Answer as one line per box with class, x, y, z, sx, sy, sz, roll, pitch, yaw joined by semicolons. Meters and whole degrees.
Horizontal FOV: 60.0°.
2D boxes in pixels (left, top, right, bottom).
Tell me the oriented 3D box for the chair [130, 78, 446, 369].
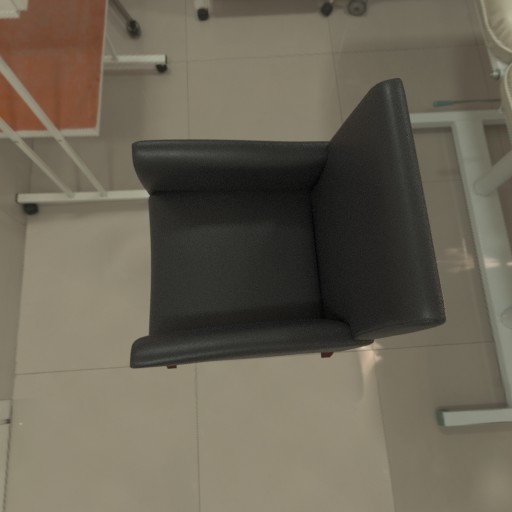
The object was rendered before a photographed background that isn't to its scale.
chair;0.000;0.000;1.462;0.772;0.951;0.683;-4;74;-1
